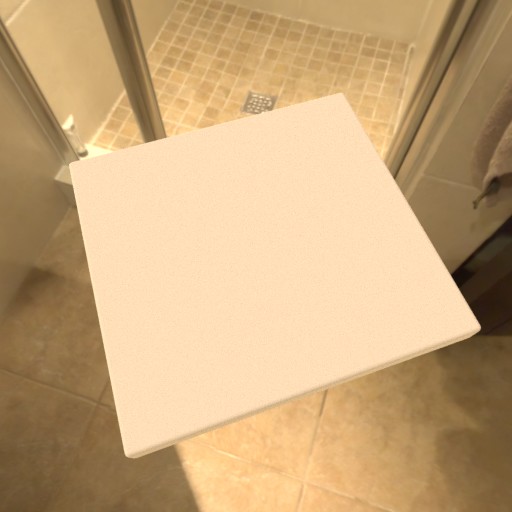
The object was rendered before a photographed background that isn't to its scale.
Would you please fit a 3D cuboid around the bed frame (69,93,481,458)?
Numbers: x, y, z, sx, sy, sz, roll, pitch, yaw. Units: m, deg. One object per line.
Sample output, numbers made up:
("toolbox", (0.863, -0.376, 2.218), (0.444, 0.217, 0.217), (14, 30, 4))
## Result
("bed frame", (0.000, 0.000, 2.972), (2.033, 0.525, 1.935), (-17, 65, -8))
